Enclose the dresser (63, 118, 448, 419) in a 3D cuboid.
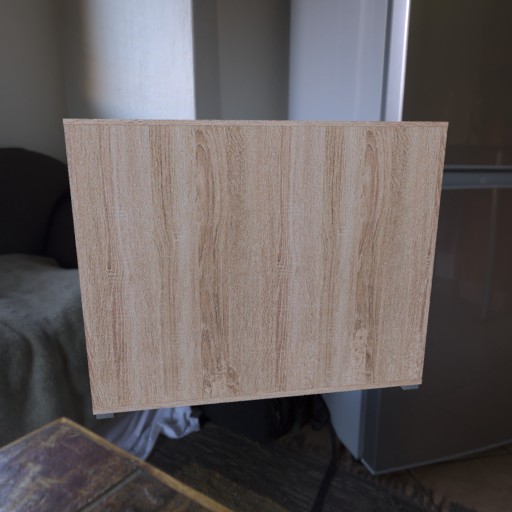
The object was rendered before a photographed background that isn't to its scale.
[{"bbox_3d":[0.000,0.000,1.572,1.100,0.900,0.450,-2,14,-9],"label":"dresser"}]
